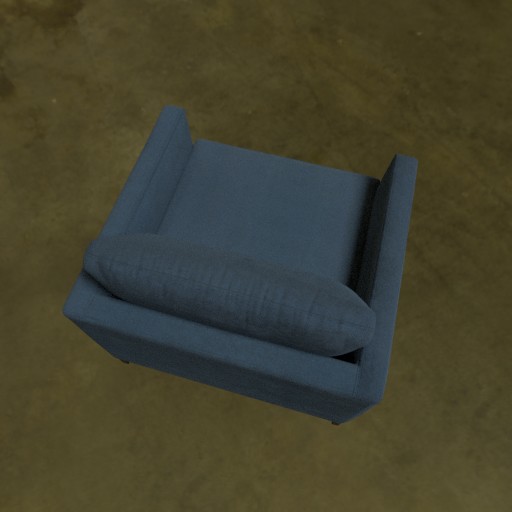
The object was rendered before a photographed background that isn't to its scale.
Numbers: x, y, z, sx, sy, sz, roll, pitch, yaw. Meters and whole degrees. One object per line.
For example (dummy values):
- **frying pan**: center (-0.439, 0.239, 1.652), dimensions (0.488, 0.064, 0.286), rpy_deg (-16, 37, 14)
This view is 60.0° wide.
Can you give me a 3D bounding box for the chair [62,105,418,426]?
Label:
- **chair**: center (0.000, 0.000, 1.594), dimensions (0.964, 0.812, 0.875), rpy_deg (14, 64, 7)
